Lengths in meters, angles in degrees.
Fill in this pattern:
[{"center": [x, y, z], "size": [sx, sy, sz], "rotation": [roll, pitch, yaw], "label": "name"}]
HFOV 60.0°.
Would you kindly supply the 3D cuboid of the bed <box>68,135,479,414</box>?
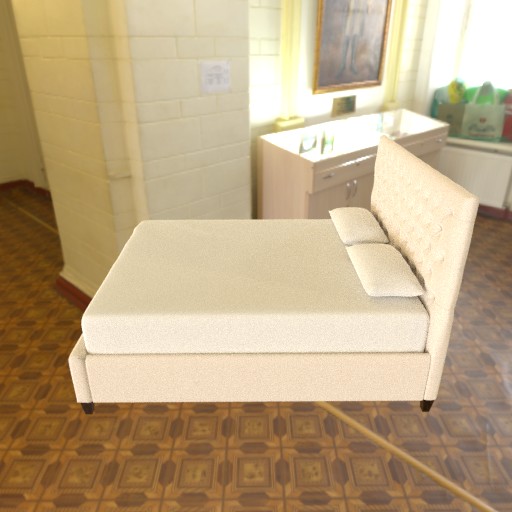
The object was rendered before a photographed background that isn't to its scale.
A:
[{"center": [0.000, 0.000, 3.229], "size": [2.233, 1.426, 1.696], "rotation": [0, 26, -1], "label": "bed"}]
